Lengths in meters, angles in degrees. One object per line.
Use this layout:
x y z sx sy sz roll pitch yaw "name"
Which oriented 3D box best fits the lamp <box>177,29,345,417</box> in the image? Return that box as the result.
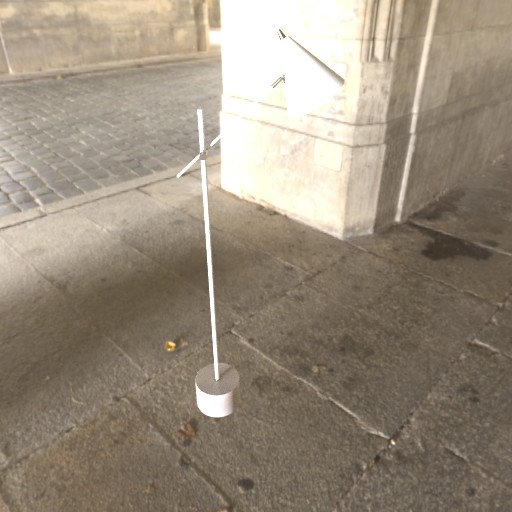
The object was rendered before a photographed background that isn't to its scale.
0.000 0.000 1.565 0.508 1.430 0.223 0 31 0 "lamp"
